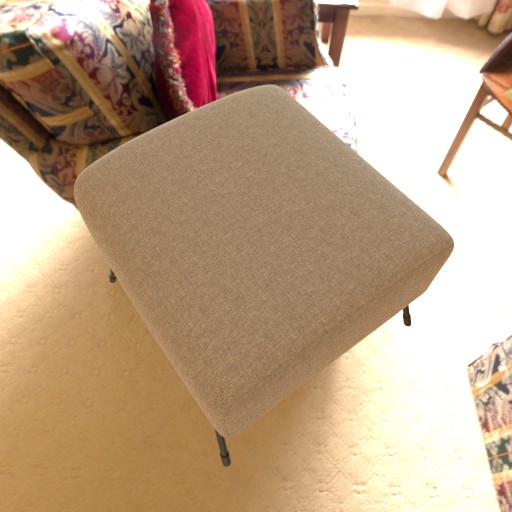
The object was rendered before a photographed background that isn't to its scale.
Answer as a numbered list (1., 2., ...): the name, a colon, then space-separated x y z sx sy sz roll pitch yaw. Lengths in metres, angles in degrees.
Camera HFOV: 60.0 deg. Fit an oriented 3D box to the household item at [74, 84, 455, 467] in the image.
1. household item: 0.000 0.000 0.902 0.530 0.410 0.530 -31 63 -18
